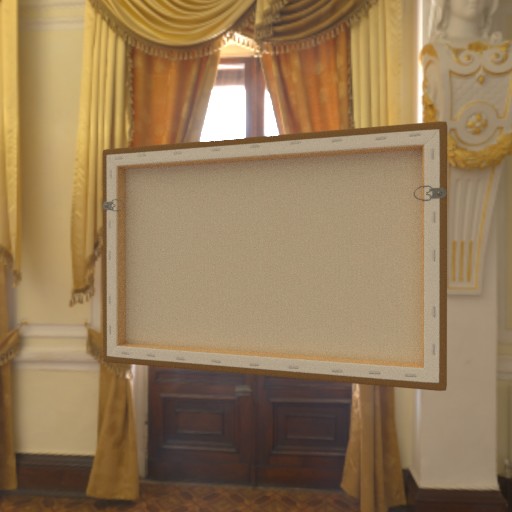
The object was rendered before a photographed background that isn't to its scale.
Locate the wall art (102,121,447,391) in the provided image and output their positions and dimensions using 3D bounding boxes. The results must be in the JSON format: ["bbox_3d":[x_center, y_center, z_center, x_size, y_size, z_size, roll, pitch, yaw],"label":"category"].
[{"bbox_3d":[0.000,0.000,0.479,0.380,0.254,0.019,0,0,18],"label":"wall art"}]
